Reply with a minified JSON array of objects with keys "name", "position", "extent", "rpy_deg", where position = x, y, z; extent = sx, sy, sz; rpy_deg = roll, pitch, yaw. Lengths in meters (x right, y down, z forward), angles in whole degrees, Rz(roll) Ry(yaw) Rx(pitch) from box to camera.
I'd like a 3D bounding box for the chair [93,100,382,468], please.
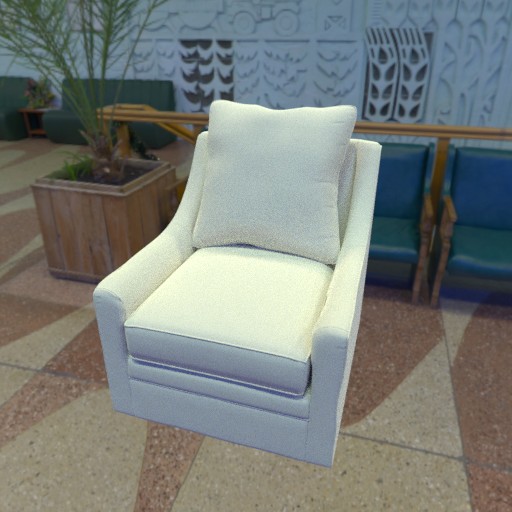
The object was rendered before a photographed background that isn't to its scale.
[{"name":"chair","position":[0.000,0.000,1.580],"extent":[0.756,0.965,0.876],"rpy_deg":[8,27,16]}]
